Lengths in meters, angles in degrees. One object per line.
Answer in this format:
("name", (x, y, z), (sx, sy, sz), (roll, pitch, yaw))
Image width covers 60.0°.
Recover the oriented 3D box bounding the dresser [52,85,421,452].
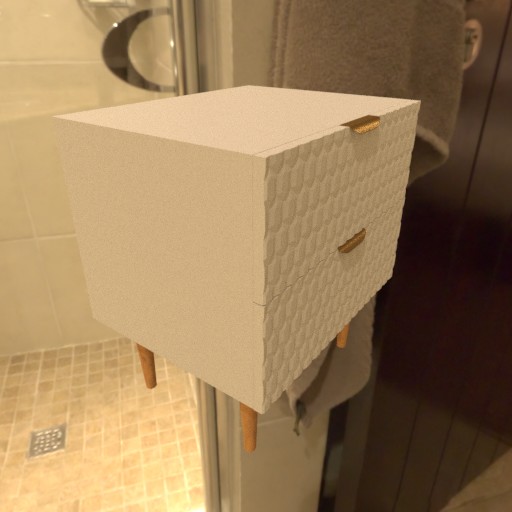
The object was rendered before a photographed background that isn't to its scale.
("dresser", (0.000, 0.000, 0.885), (0.414, 0.568, 0.503), (19, 33, 32))
